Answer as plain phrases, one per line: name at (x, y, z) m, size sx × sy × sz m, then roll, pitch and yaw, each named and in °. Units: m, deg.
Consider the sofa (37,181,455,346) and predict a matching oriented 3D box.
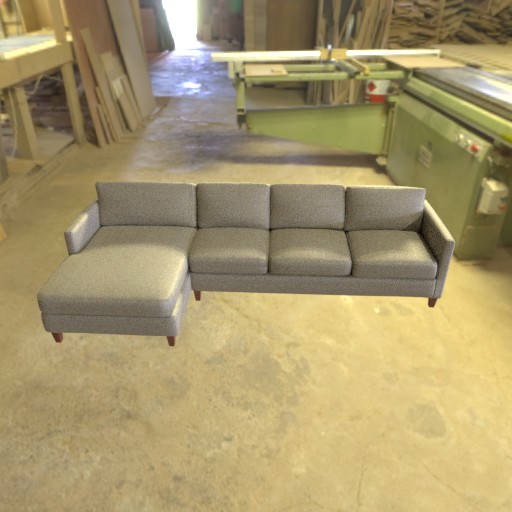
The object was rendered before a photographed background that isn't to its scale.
sofa at (0.000, 0.000, 3.767) m, size 3.201 × 0.876 × 1.502 m, roll 1°, pitch 30°, yaw 2°
